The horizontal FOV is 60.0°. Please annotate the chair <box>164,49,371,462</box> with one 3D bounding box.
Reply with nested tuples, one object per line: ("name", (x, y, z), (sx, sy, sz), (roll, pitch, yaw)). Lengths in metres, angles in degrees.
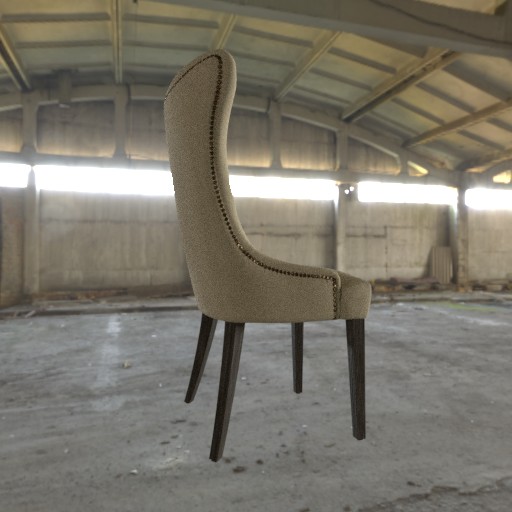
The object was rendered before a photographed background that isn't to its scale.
("chair", (0.000, 0.000, 1.440), (0.590, 1.065, 0.584), (0, -1, -17))
